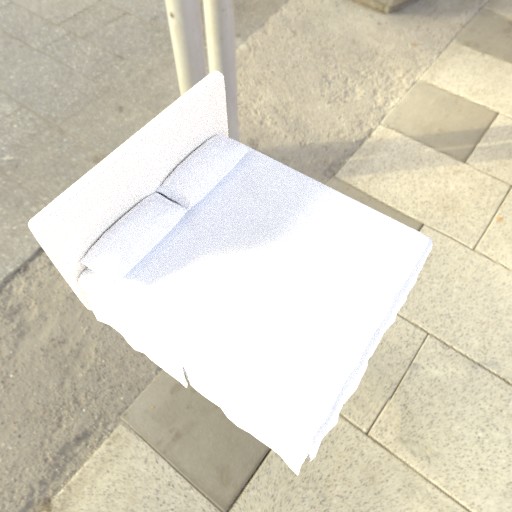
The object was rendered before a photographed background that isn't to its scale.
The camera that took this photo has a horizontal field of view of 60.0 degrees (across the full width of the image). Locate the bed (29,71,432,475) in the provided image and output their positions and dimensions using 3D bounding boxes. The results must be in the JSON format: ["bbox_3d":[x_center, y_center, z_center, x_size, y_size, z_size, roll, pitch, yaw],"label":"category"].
[{"bbox_3d":[0.000,0.000,3.541,2.341,1.317,2.119,31,62,18],"label":"bed"}]
